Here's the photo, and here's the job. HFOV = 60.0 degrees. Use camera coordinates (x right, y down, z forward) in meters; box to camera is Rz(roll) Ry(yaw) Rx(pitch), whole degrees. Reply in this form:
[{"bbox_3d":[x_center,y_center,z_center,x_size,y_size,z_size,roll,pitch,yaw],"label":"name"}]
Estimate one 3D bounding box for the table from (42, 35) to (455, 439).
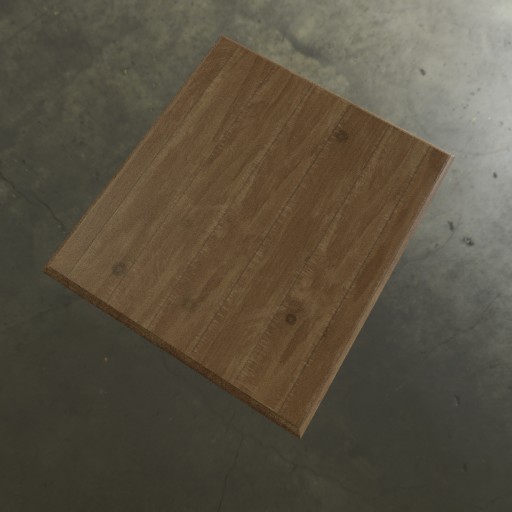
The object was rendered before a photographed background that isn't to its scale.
[{"bbox_3d":[0.000,0.000,0.961,0.457,0.561,0.508,31,77,8],"label":"table"}]
